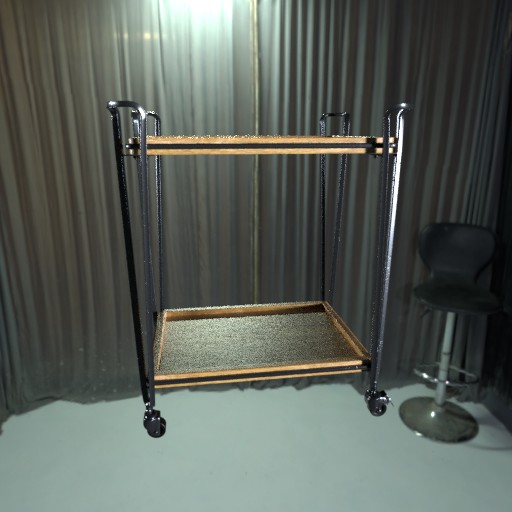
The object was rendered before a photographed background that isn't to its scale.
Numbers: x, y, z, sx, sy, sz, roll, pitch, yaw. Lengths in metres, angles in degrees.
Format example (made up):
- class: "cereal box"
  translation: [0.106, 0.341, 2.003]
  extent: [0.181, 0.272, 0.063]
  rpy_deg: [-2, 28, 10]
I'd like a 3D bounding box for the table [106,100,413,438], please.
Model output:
- class: "table"
  translation: [0.000, 0.000, 1.240]
  extent: [0.672, 0.785, 0.505]
  rpy_deg: [-2, 16, -8]
